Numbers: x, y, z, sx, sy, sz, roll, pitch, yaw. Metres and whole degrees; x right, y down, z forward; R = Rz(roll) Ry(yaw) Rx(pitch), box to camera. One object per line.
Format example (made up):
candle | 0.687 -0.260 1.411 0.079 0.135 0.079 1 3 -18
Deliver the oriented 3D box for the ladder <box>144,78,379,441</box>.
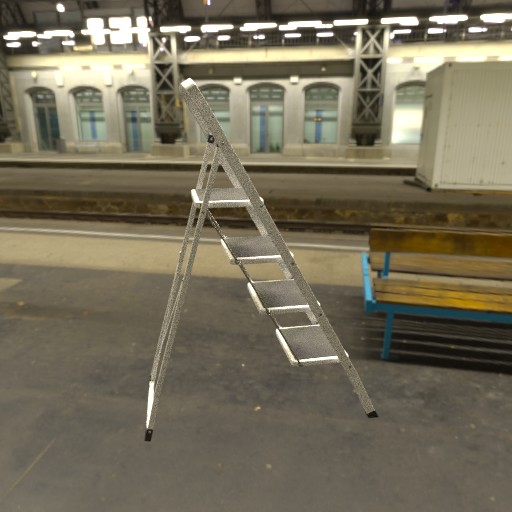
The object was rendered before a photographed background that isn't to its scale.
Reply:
ladder | 0.000 0.000 1.727 0.914 1.265 0.460 -3 17 -10
